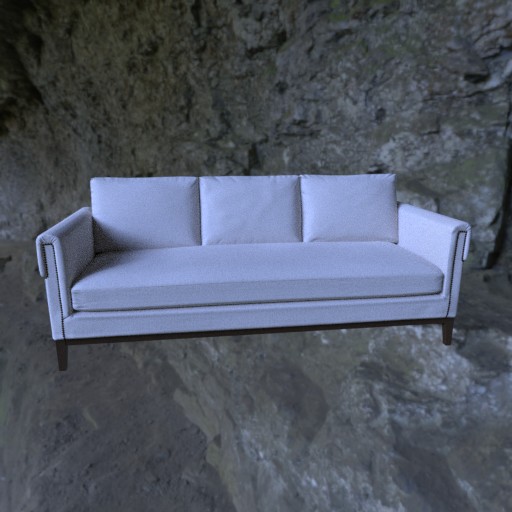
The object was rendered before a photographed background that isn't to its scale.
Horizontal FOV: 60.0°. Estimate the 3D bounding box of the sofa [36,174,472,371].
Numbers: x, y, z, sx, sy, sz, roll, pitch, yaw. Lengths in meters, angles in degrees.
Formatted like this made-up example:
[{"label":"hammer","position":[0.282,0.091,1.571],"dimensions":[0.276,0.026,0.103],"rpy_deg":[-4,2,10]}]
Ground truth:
[{"label":"sofa","position":[0.000,0.000,2.650],"dimensions":[2.198,0.911,0.902],"rpy_deg":[-2,15,-8]}]
